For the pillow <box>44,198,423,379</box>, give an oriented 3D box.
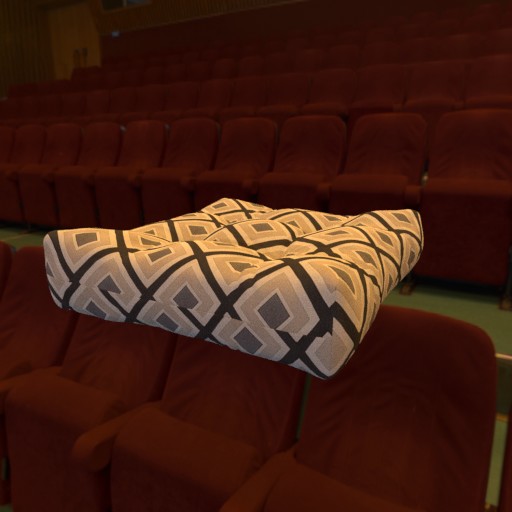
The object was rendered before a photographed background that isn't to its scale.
[{"bbox_3d":[0.000,0.000,0.739,0.468,0.128,0.490,8,17,28],"label":"pillow"}]
